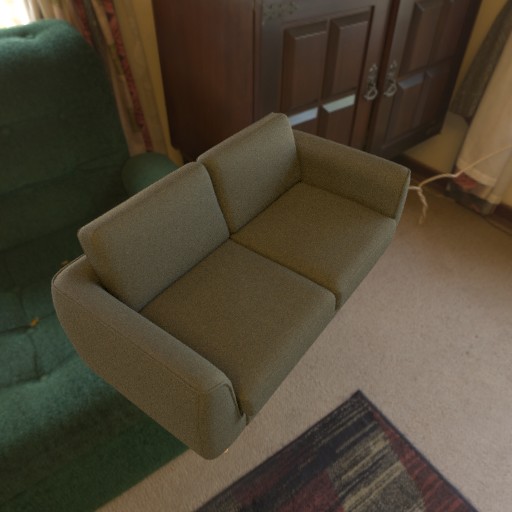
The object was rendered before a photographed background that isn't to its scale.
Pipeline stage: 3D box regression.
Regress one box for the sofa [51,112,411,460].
[{"bbox_3d":[0.000,0.000,2.164,0.920,0.850,1.700,26,48,26],"label":"sofa"}]
